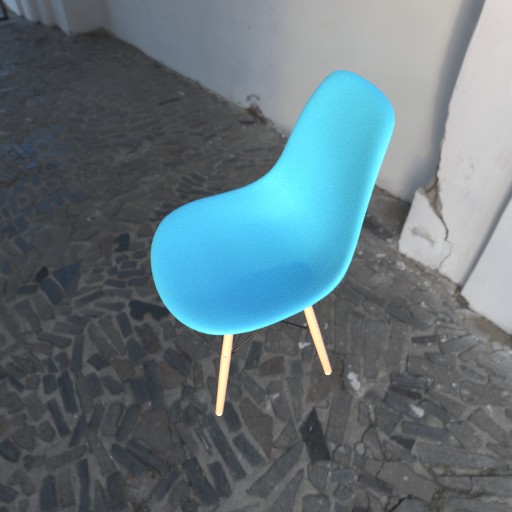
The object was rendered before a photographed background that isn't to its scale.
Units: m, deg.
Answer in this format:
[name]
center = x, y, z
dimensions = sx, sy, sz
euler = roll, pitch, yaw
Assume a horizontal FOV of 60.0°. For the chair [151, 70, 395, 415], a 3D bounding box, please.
[chair]
center = 0.000, 0.000, 1.155
dimensions = 0.531, 0.826, 0.470
euler = -17, 48, -15
